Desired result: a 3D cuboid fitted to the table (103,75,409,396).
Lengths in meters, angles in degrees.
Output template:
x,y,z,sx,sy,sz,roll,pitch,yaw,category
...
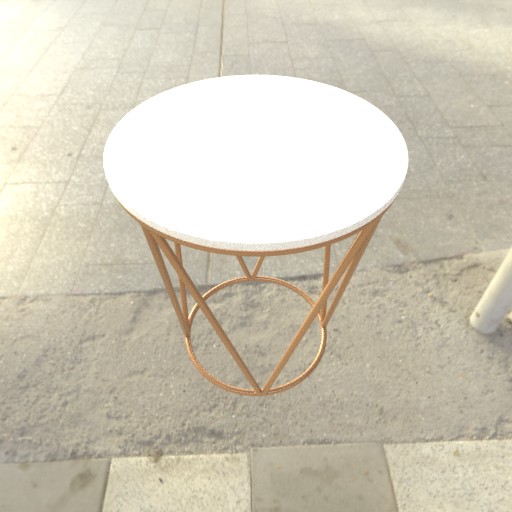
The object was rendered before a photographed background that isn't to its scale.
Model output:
x,y,z,sx,sy,sz,roll,pitch,yaw,category
0.000,0.000,0.948,0.500,0.564,0.500,0,46,0,table
